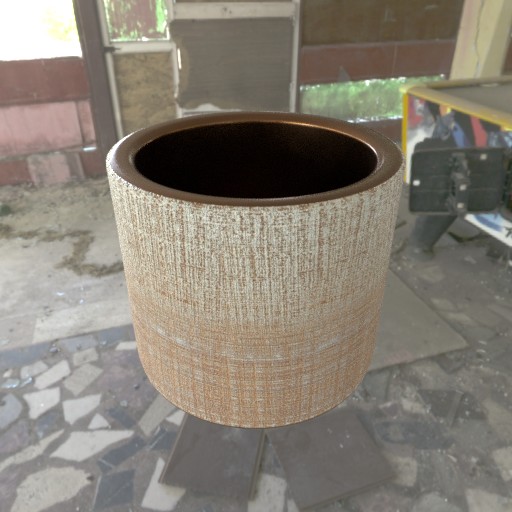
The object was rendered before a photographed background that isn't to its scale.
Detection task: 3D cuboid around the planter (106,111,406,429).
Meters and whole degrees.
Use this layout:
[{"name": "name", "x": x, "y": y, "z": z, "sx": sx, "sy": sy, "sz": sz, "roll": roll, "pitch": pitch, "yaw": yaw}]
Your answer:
[{"name": "planter", "x": 0.000, "y": 0.000, "z": 0.188, "sx": 0.109, "sy": 0.096, "sz": 0.109, "roll": 0, "pitch": 32, "yaw": 0}]
